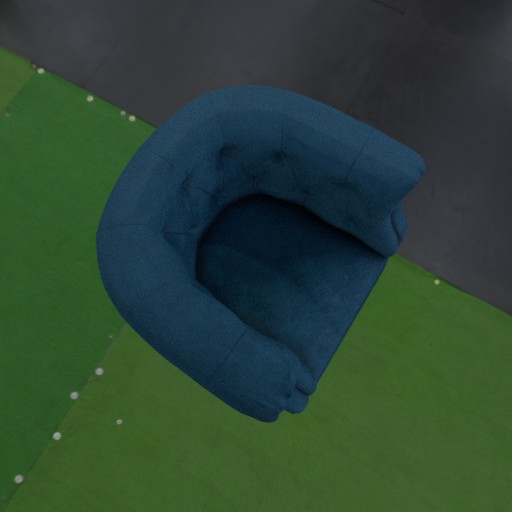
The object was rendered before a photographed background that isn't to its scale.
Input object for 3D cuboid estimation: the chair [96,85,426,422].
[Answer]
[{"bbox_3d":[0.000,0.000,1.588,0.851,0.826,0.904,32,77,8],"label":"chair"}]
